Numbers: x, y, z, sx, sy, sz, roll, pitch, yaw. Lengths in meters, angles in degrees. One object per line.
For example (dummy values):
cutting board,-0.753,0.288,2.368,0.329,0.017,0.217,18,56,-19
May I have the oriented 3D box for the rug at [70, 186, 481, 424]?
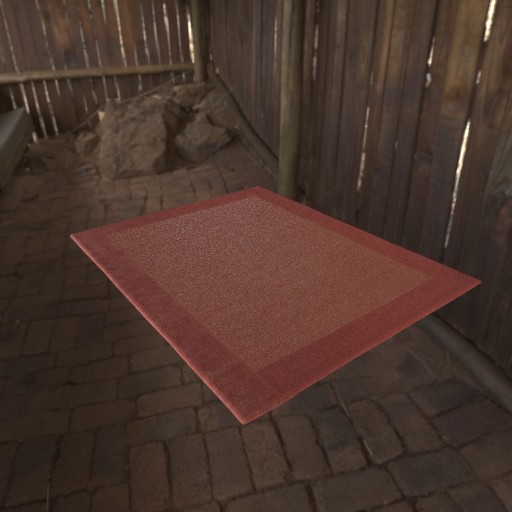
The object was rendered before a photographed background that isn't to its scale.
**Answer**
rug,0.000,0.000,4.046,2.430,0.018,2.976,-20,34,-32
